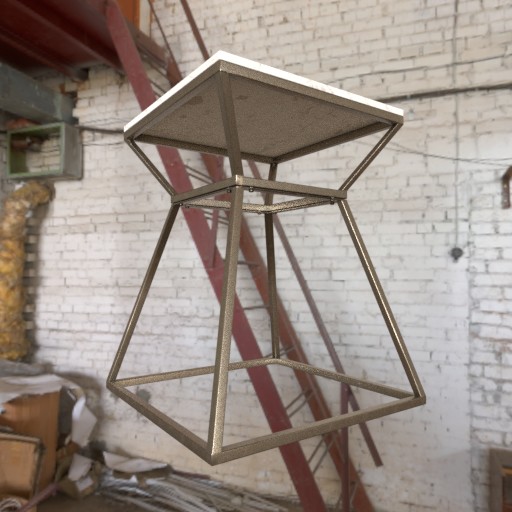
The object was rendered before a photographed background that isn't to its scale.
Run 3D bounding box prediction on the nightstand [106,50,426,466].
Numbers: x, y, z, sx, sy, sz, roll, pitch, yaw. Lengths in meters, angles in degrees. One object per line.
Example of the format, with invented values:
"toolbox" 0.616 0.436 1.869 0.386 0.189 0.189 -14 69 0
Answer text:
"nightstand" 0.000 0.000 0.887 0.455 0.554 0.455 1 -2 -35
